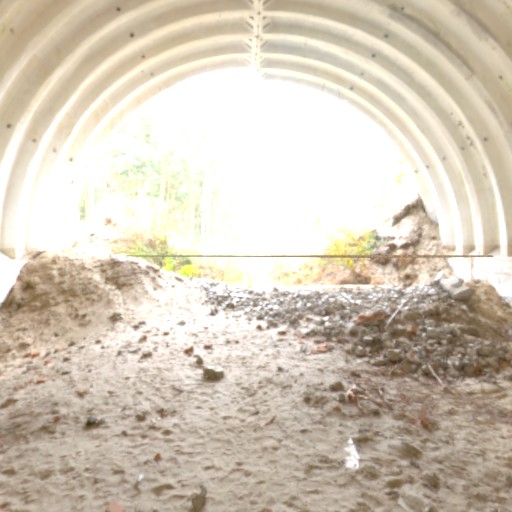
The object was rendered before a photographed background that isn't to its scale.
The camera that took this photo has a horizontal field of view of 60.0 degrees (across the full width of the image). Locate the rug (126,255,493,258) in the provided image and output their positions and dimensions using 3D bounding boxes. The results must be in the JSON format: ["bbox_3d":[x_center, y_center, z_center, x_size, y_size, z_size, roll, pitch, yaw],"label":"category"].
[{"bbox_3d":[0.000,0.000,2.655,0.750,0.009,2.435,0,0,-35],"label":"rug"}]
